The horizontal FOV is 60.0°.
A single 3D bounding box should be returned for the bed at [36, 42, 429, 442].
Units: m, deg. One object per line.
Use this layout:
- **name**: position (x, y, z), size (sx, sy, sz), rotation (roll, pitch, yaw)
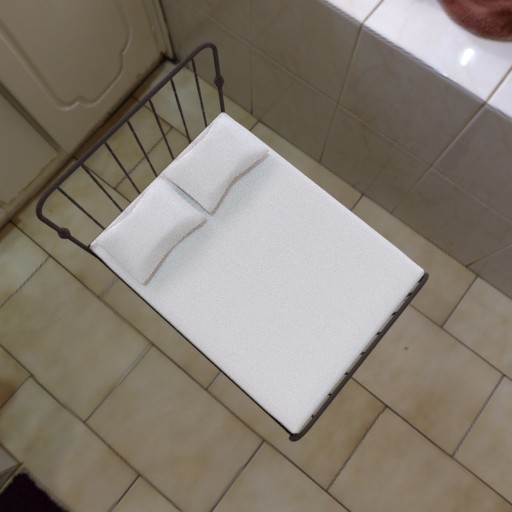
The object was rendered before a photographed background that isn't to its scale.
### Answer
- **bed**: position (0.000, 0.000, 3.173), size (2.134, 1.446, 1.616), rotation (40, 79, 9)
